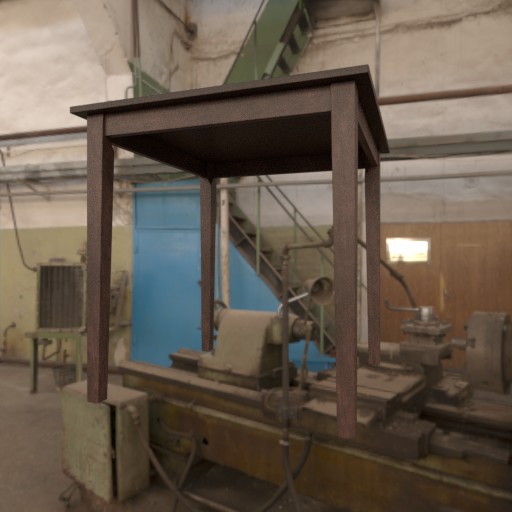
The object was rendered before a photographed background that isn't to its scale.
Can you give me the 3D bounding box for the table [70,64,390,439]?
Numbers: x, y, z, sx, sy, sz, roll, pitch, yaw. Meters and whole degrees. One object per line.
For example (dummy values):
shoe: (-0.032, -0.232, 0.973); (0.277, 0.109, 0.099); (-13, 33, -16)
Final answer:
table: (0.000, 0.000, 1.366); (0.749, 0.770, 0.749); (0, 0, 20)
